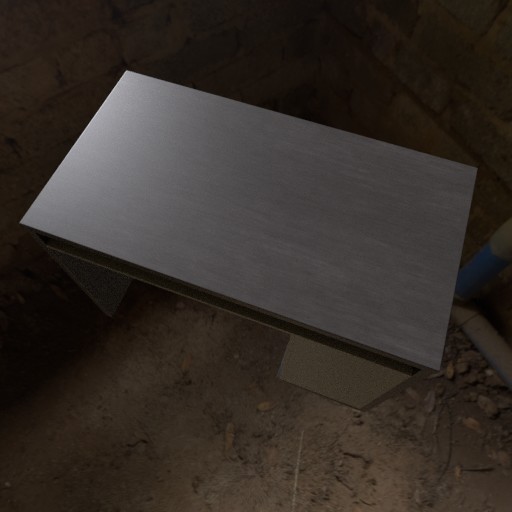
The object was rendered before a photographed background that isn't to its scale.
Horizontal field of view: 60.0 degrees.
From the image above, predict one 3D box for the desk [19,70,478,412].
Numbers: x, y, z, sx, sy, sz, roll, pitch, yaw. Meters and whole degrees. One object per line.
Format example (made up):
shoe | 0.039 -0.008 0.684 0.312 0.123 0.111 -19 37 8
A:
desk | 0.000 0.000 1.534 1.100 0.750 0.600 18 65 9
